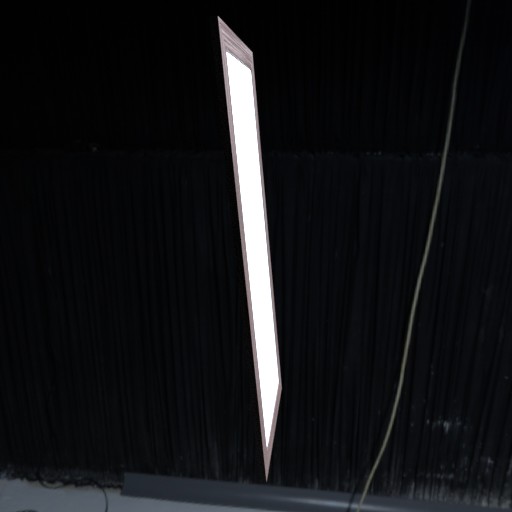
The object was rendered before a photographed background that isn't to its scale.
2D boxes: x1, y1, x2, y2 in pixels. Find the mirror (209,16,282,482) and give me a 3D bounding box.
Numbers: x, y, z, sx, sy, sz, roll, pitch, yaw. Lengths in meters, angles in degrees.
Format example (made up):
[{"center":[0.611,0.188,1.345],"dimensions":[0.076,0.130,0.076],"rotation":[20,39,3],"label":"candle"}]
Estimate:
[{"center":[0.000,0.000,2.245],"dimensions":[0.221,2.020,0.812],"rotation":[2,16,8],"label":"mirror"}]
